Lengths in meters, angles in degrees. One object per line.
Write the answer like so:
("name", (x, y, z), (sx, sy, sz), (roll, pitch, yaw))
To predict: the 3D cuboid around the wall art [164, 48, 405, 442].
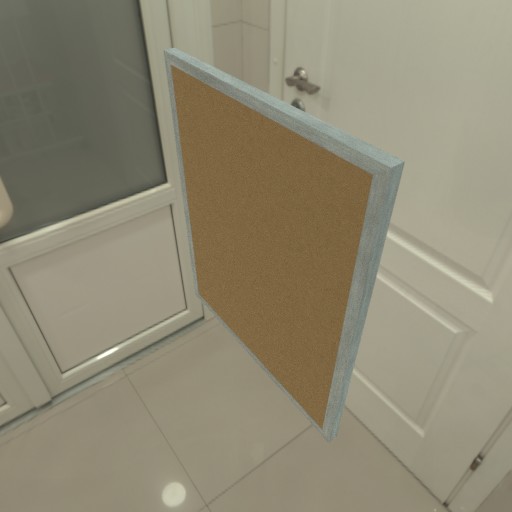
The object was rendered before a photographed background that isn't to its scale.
("wall art", (0.000, 0.000, 0.786), (0.022, 0.582, 0.479), (-26, 48, -27))
